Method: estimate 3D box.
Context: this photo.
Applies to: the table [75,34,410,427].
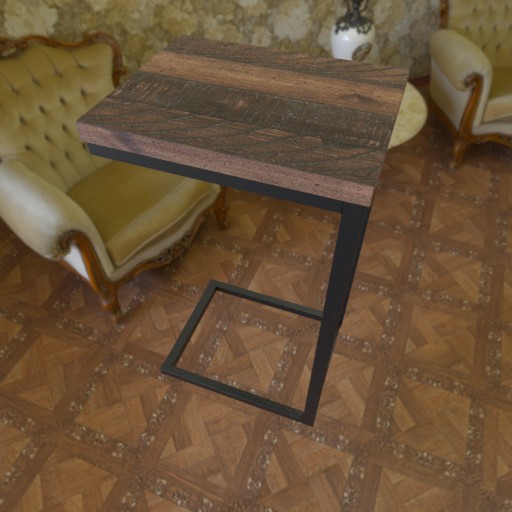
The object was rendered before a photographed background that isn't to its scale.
[{"bbox_3d":[0.000,0.000,0.926,0.414,0.718,0.323,15,49,14],"label":"table"}]
